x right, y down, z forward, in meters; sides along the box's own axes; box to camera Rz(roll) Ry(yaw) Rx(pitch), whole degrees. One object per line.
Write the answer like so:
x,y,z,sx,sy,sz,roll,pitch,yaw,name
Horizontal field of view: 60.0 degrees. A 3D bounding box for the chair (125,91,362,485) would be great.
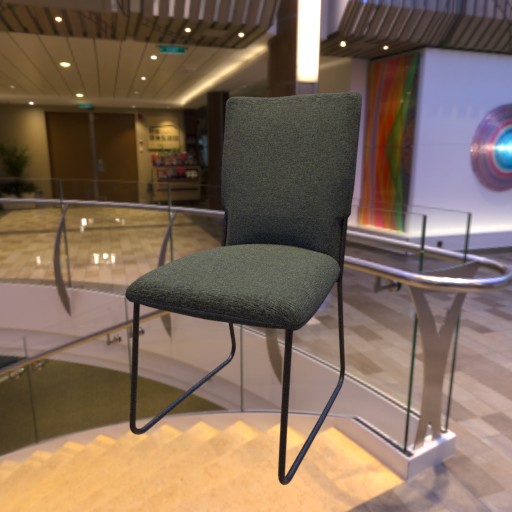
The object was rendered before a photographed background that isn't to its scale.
0.000,0.000,1.261,0.480,0.931,0.635,6,14,25,chair
